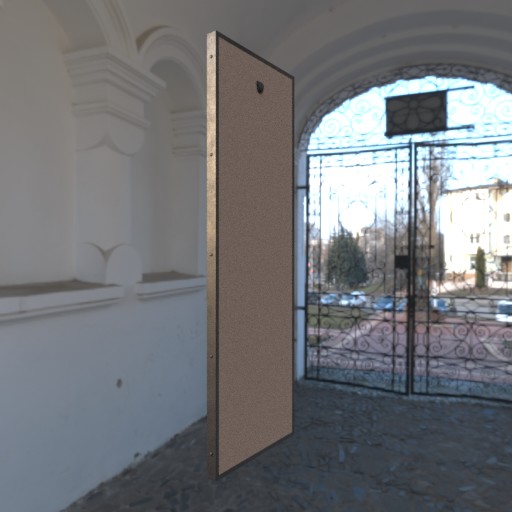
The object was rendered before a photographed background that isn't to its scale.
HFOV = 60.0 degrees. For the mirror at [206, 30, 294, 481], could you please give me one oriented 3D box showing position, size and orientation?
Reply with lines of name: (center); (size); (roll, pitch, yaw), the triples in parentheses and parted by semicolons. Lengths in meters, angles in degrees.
mirror: (0.000, 0.000, 1.201); (0.042, 1.080, 0.354); (0, 0, 37)
